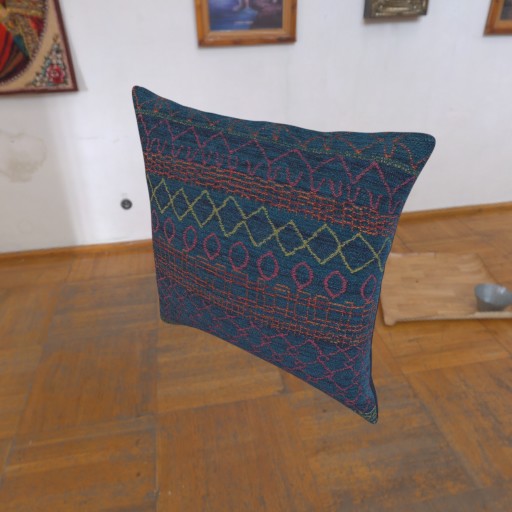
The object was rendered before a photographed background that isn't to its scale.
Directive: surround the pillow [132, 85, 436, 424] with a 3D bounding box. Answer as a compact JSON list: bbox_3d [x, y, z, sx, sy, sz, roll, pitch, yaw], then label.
[{"bbox_3d":[0.000,0.000,0.644,0.431,0.431,0.141,19,36,29],"label":"pillow"}]
